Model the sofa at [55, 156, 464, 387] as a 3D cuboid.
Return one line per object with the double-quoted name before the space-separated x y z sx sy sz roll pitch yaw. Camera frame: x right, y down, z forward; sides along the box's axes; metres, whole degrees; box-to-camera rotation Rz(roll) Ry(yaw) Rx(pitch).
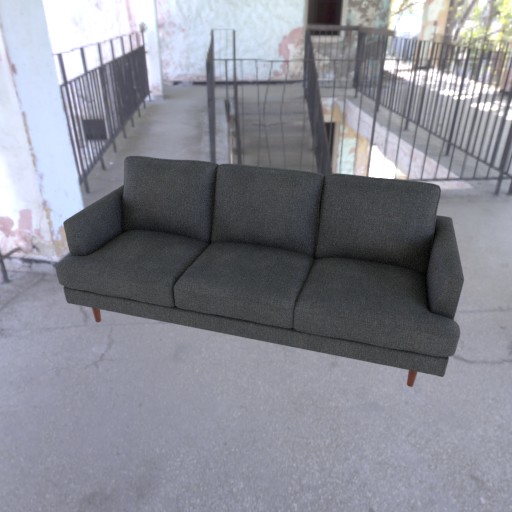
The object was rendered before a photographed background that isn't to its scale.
"sofa" 0.000 0.000 2.683 2.246 0.930 0.903 8 30 15
